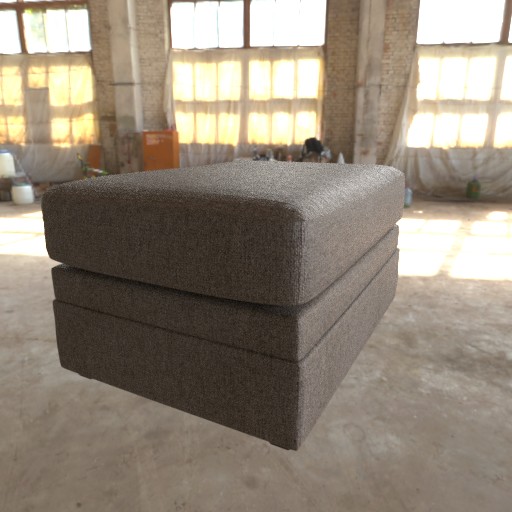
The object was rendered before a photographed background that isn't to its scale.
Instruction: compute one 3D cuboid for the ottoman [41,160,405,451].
[{"bbox_3d":[0.000,0.000,1.209,0.637,0.478,0.885,8,18,27],"label":"ottoman"}]
